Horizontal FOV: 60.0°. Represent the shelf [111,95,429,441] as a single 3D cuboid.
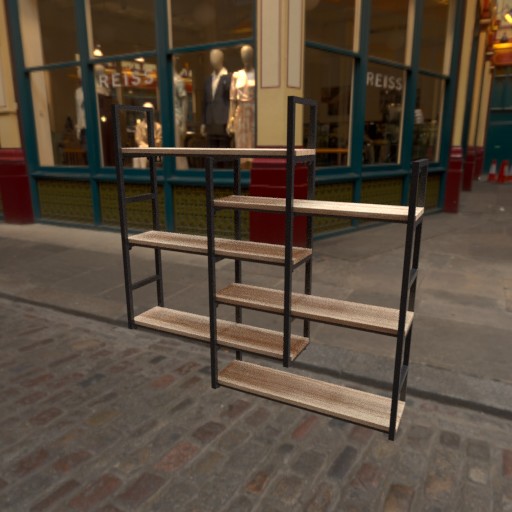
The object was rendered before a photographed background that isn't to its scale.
[{"bbox_3d":[0.000,0.000,1.388,0.946,0.921,0.183,7,16,26],"label":"shelf"}]
